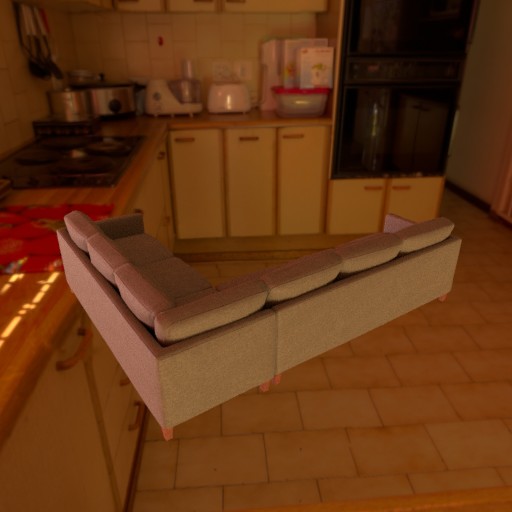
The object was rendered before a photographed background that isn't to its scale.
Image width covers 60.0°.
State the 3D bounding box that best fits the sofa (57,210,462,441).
[{"bbox_3d":[0.000,0.000,4.590,3.302,0.947,2.593,-17,31,-31],"label":"sofa"}]
